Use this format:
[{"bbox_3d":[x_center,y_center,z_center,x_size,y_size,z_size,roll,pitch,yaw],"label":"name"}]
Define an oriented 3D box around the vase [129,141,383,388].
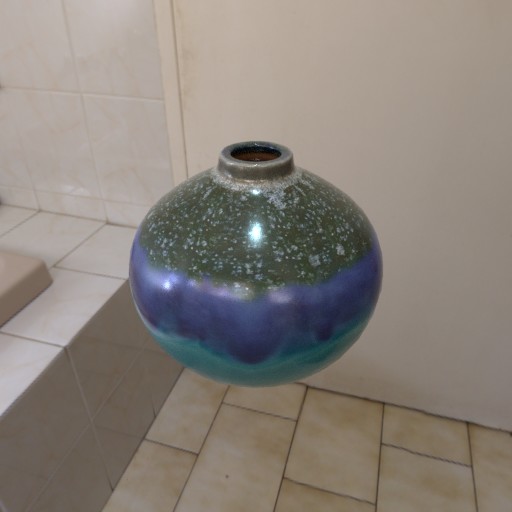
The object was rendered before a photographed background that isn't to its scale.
[{"bbox_3d":[0.000,0.000,0.274,0.154,0.133,0.154,0,33,0],"label":"vase"}]
